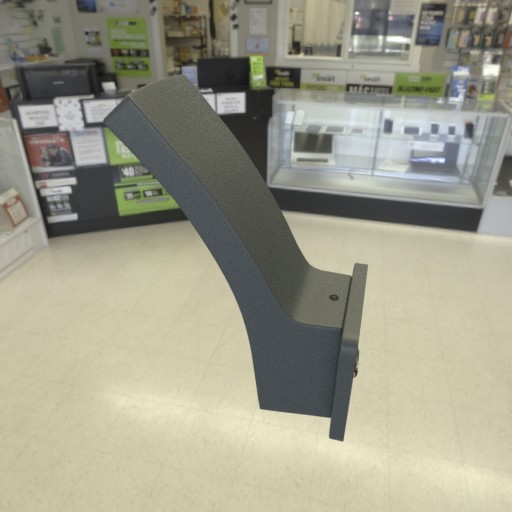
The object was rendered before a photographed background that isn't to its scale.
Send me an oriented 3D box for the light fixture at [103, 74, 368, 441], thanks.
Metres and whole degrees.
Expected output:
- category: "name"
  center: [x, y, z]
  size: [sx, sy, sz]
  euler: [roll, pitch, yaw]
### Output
- category: "light fixture"
  center: [0.000, 0.000, 0.333]
  size: [0.174, 0.243, 0.108]
  euler: [8, 32, 14]
